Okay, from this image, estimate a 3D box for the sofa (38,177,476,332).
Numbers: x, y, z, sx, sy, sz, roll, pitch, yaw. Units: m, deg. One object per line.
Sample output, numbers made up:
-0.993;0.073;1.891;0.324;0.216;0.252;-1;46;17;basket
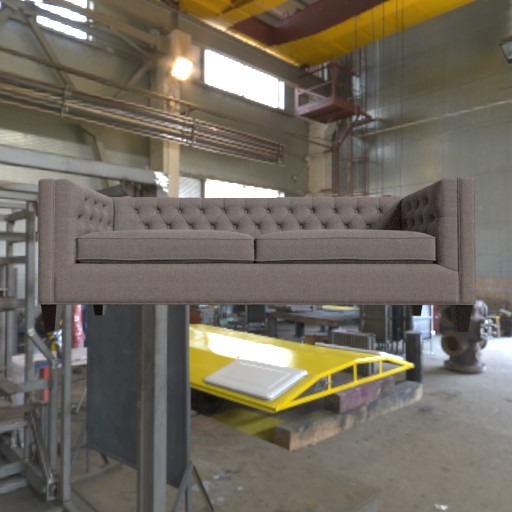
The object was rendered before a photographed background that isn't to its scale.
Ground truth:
0.000;0.000;2.556;2.159;0.762;0.775;0;-1;1;sofa
